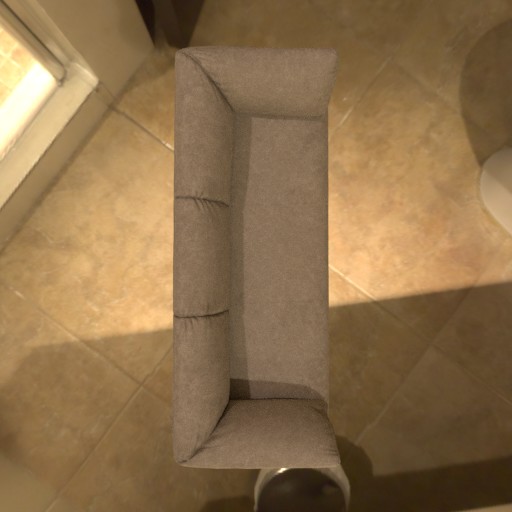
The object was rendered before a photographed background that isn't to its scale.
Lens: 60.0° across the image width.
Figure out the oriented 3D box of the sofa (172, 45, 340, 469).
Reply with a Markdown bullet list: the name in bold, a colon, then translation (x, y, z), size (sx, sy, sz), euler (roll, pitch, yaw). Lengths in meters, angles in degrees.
- **sofa**: translation (0.000, 0.000, 2.644), size (0.899, 0.758, 2.238), euler (0, 89, -1)
